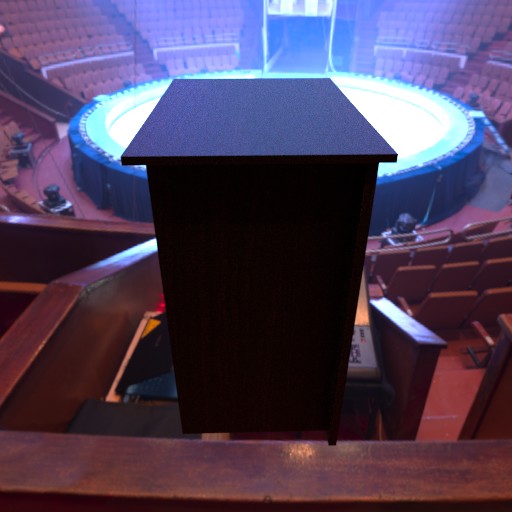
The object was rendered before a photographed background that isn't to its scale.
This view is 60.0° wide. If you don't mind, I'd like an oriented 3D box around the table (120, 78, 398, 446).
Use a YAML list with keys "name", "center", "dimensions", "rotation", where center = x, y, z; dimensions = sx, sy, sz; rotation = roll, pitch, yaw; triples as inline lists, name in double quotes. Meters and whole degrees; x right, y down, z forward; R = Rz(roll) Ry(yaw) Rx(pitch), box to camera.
- name: "table"
  center: [0.000, 0.000, 1.079]
  dimensions: [0.406, 0.711, 0.591]
  rotation: [-1, 32, -1]
